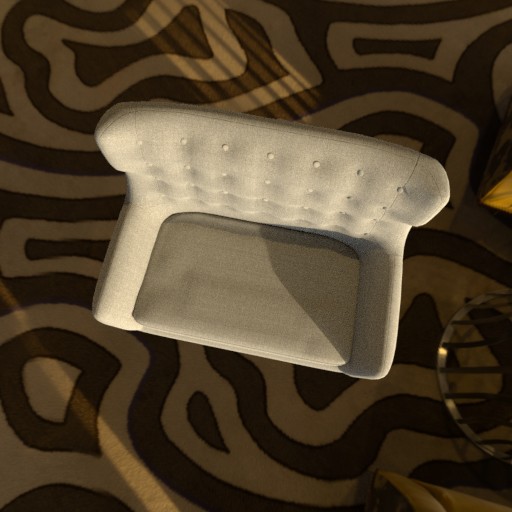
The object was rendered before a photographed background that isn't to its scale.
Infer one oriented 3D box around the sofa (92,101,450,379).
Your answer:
[{"bbox_3d":[0.000,0.000,2.058,1.386,1.028,0.884,11,76,3],"label":"sofa"}]
